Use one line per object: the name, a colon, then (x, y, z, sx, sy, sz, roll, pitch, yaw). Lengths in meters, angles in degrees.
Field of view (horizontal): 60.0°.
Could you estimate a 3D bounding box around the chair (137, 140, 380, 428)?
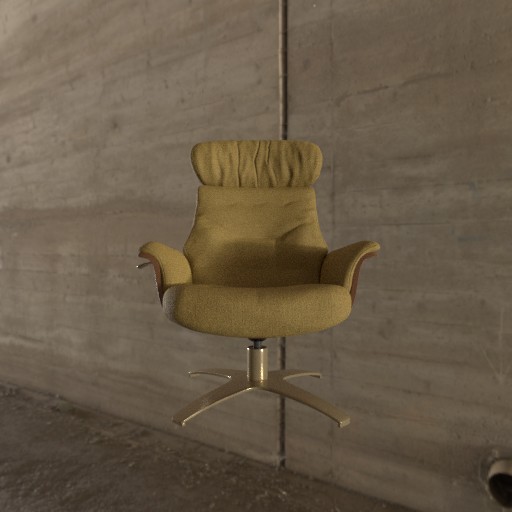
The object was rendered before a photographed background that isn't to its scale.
chair: (0.000, 0.000, 1.590, 0.785, 0.995, 0.837, 0, 1, 0)
